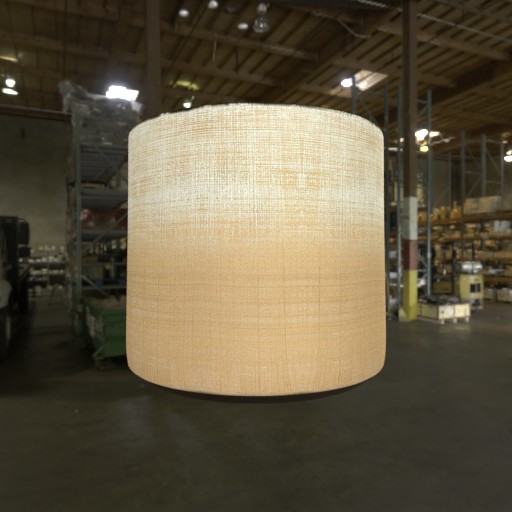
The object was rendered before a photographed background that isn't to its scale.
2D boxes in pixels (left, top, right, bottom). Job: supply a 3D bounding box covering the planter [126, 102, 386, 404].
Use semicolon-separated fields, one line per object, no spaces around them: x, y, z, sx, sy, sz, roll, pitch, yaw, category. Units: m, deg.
0.000;0.000;0.392;0.221;0.201;0.221;0;0;0;planter
